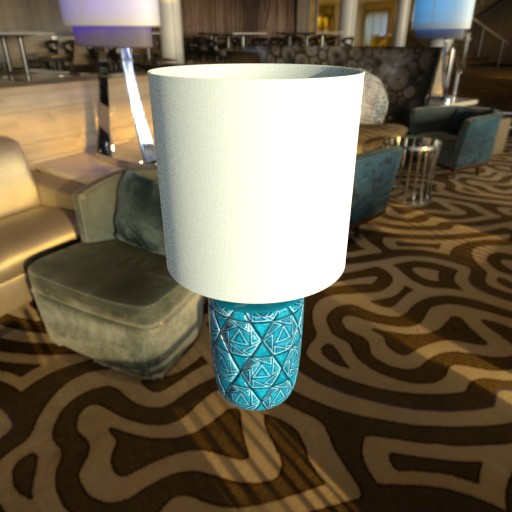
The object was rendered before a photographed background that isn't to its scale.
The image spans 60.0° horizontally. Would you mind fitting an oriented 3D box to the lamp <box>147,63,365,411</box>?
[{"bbox_3d":[0.000,0.000,0.486,0.193,0.377,0.193,8,28,16],"label":"lamp"}]
